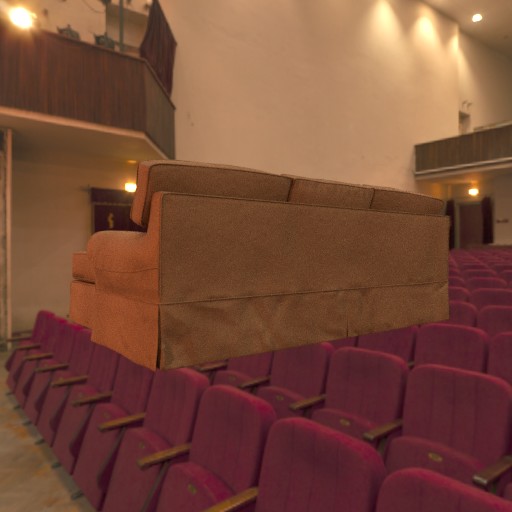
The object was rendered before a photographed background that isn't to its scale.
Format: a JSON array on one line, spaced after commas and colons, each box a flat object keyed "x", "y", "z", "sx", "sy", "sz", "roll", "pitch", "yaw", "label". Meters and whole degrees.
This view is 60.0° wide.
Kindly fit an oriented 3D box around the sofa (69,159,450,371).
[{"x": 0.000, "y": 0.000, "z": 3.310, "sx": 2.475, "sy": 0.978, "sz": 1.733, "roll": -1, "pitch": 1, "yaw": -37, "label": "sofa"}]
